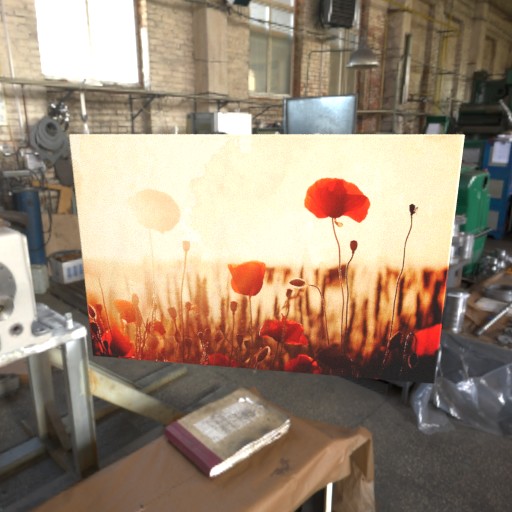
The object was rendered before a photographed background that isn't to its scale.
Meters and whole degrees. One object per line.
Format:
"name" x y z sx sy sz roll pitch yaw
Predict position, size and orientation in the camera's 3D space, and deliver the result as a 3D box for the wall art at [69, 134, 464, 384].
"wall art" 0.000 0.000 0.474 0.383 0.251 0.037 2 16 9
